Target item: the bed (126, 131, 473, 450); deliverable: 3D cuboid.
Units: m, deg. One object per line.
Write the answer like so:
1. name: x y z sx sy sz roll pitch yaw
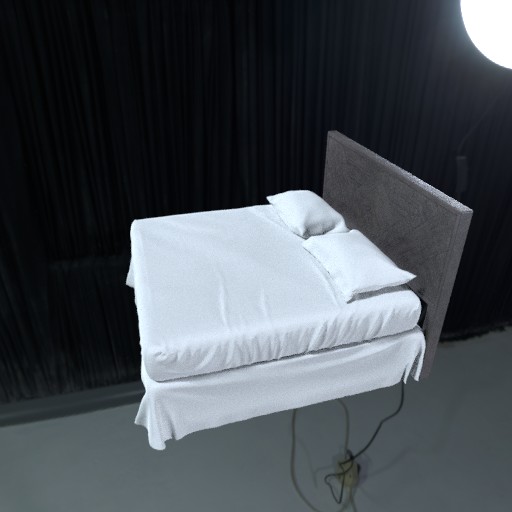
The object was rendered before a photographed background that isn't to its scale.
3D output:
1. bed: 0.000 0.000 2.951 1.785 1.142 1.772 -8 31 -14
